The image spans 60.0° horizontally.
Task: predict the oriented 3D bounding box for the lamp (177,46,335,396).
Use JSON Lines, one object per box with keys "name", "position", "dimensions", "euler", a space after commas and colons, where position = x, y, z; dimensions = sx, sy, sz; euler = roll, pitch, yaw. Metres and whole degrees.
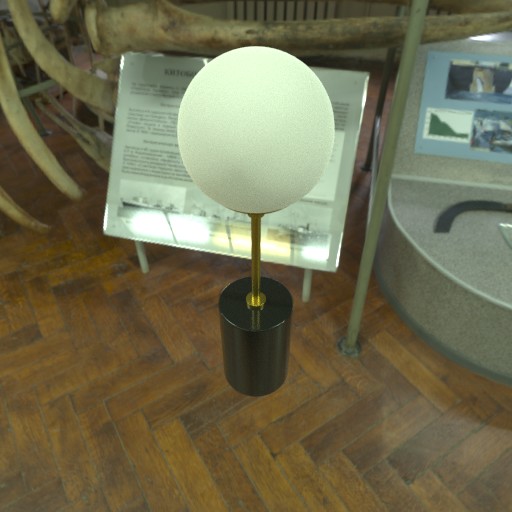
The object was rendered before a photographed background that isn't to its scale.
{"name": "lamp", "position": [0.000, 0.000, 0.546], "dimensions": [0.153, 0.480, 0.153], "euler": [0, 42, 0]}
